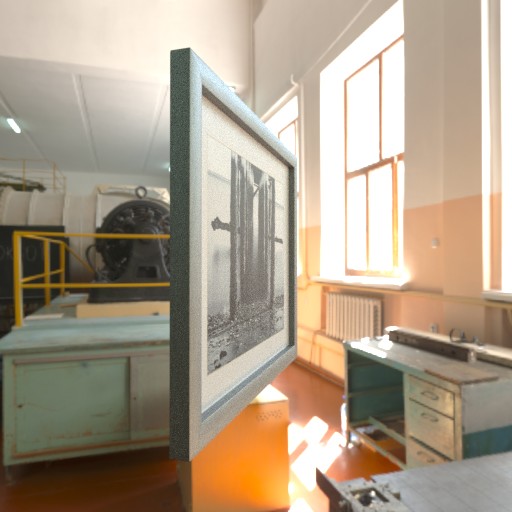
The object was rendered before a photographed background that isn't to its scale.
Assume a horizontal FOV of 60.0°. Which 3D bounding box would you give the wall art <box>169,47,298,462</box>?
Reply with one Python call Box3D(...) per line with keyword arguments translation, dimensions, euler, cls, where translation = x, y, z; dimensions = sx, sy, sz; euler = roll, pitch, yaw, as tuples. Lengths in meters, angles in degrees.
Box3D(translation=(0.000, 0.000, 0.756), dimensions=(0.028, 0.457, 0.556), euler=(0, 0, 18), cls="wall art")
